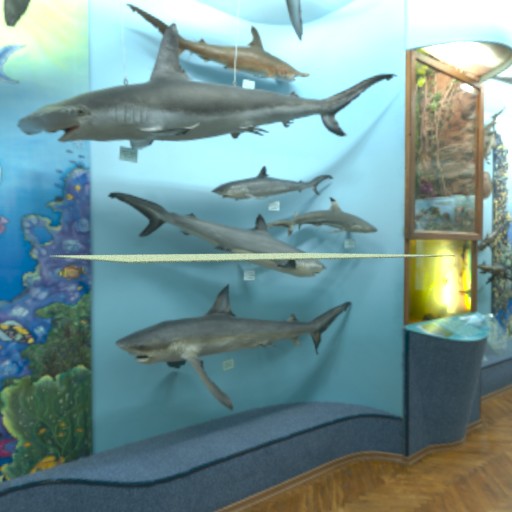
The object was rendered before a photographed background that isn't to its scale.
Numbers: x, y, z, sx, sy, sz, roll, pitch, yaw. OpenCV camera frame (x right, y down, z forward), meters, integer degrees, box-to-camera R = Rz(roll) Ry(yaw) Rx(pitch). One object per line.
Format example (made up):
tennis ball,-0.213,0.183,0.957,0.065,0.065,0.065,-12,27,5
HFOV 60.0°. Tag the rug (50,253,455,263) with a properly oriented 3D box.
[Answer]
rug,0.000,0.000,2.279,1.747,0.006,1.143,-1,1,-36
